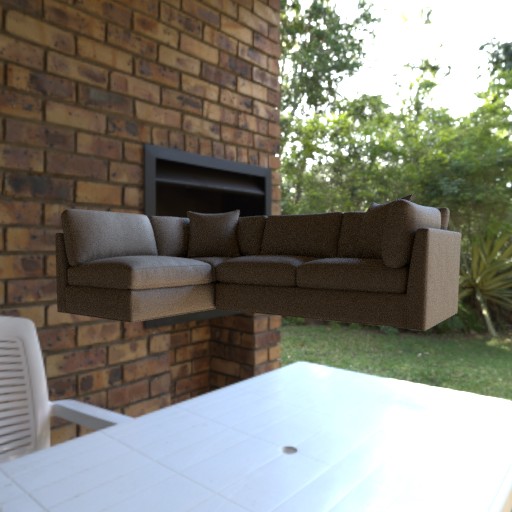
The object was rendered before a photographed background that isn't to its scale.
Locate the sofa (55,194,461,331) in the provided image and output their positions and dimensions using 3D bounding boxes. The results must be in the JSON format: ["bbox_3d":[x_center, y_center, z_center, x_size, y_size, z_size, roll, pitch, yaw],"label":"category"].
[{"bbox_3d":[0.000,0.000,3.812,2.896,0.978,1.994,1,1,35],"label":"sofa"}]
